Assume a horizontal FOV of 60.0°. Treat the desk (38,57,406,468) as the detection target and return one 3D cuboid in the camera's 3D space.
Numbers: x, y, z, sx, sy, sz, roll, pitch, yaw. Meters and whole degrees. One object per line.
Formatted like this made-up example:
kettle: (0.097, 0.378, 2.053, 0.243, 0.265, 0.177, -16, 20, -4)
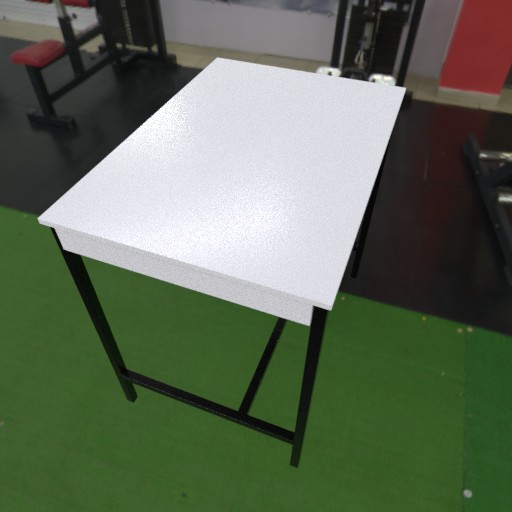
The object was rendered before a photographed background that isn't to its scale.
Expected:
desk: (0.000, 0.000, 1.305, 0.573, 0.766, 0.811, 16, 48, 15)
